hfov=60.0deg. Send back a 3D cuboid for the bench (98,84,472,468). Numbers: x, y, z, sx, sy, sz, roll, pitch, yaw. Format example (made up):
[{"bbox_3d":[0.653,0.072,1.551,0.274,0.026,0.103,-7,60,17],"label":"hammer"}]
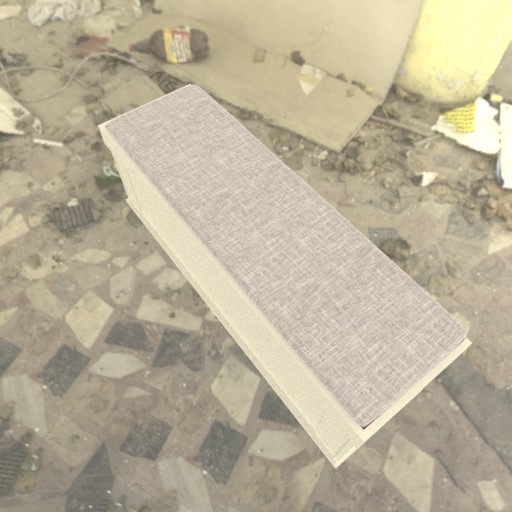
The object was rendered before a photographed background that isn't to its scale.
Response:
[{"bbox_3d":[0.000,0.000,1.394,0.363,0.453,1.196,-33,63,-19],"label":"bench"}]
